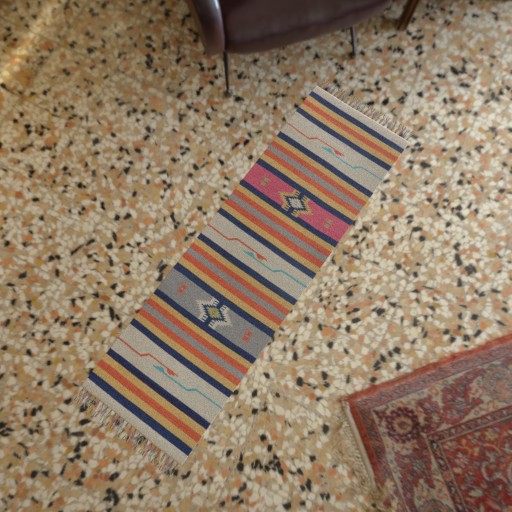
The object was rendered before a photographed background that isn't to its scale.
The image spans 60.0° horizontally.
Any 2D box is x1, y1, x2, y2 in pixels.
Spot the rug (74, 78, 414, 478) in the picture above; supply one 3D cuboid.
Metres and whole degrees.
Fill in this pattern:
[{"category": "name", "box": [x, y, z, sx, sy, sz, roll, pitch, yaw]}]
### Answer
[{"category": "rug", "box": [0.000, 0.000, 2.584, 0.695, 0.017, 2.455, 35, 79, 8]}]
